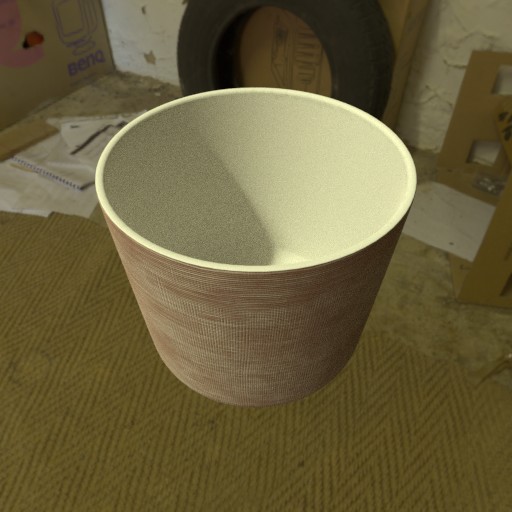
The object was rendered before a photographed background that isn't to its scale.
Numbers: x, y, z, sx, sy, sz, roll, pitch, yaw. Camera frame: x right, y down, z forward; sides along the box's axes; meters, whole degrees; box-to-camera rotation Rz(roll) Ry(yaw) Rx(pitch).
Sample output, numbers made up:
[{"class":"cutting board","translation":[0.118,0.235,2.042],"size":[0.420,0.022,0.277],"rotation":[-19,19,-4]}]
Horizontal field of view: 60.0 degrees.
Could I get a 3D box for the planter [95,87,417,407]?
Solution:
[{"class":"planter","translation":[0.000,0.000,0.765],"size":[0.440,0.398,0.440],"rotation":[0,45,0]}]
